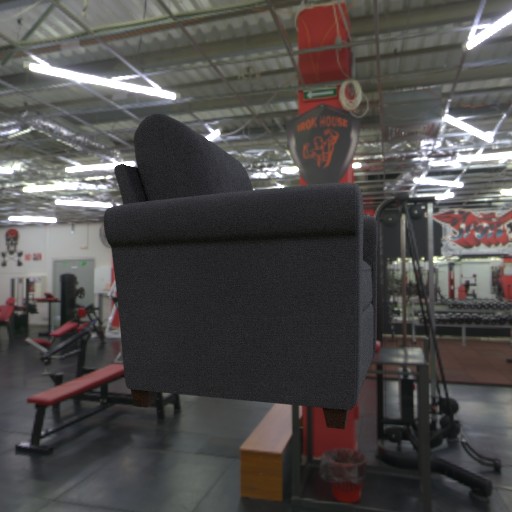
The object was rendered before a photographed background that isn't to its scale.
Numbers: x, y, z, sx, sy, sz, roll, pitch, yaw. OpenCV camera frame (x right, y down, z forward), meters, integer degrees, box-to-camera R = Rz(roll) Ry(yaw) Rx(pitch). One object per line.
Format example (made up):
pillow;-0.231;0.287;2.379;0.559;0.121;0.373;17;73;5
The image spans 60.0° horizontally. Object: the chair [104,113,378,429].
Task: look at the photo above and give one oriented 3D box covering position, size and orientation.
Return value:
chair;0.000;0.000;1.633;0.828;0.942;0.867;-1;-2;18
